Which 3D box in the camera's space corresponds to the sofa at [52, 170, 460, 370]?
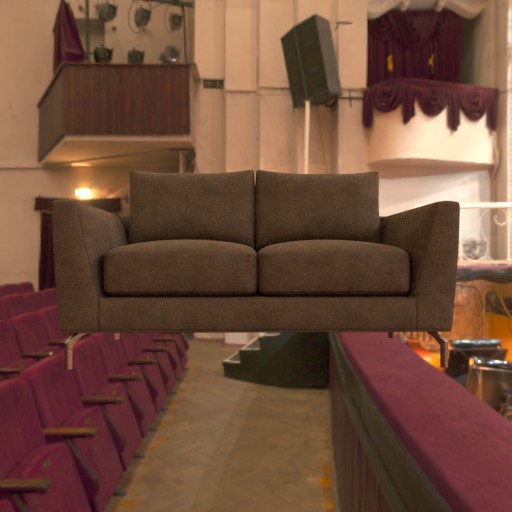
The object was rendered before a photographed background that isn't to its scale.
[{"bbox_3d":[0.000,0.000,2.379,1.832,1.013,0.855,0,0,-1],"label":"sofa"}]
